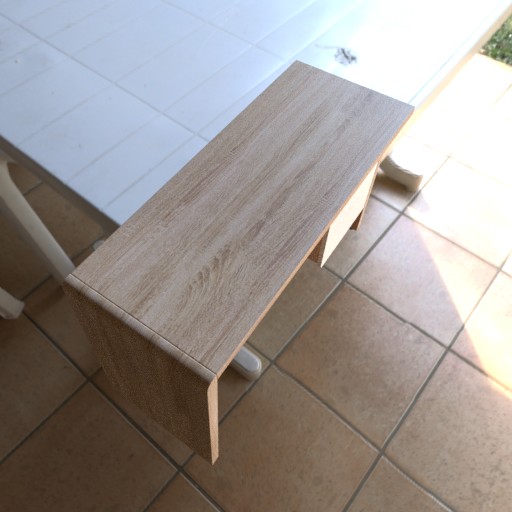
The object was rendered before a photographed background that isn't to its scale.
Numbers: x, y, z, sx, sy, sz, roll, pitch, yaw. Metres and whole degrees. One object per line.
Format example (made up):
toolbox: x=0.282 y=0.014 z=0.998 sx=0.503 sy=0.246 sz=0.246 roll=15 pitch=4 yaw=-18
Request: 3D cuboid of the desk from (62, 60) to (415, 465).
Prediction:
desk: x=0.000 y=0.000 z=1.687 sx=0.500 sy=0.750 sz=1.300 roll=30 pitch=62 yaw=18
